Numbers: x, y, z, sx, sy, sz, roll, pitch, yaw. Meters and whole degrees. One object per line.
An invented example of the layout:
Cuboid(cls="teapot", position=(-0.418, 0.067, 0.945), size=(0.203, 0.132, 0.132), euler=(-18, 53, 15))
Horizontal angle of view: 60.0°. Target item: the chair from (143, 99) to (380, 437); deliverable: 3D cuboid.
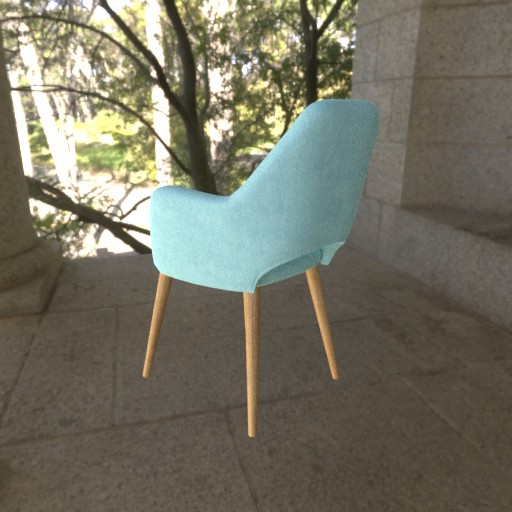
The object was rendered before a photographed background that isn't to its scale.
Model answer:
Cuboid(cls="chair", position=(0.000, 0.000, 1.278), size=(0.610, 0.840, 0.590), euler=(17, 24, 42))
